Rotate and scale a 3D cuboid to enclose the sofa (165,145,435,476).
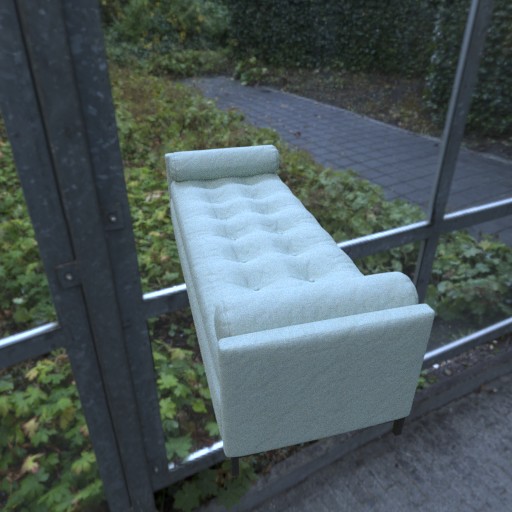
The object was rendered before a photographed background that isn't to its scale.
[{"bbox_3d":[0.000,0.000,2.476,0.796,0.705,2.102,-8,31,-13],"label":"sofa"}]
